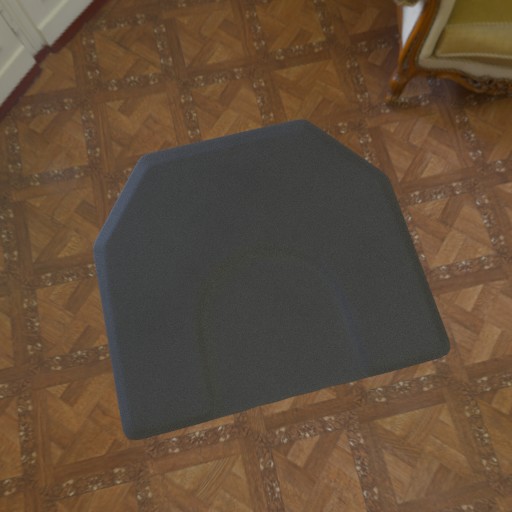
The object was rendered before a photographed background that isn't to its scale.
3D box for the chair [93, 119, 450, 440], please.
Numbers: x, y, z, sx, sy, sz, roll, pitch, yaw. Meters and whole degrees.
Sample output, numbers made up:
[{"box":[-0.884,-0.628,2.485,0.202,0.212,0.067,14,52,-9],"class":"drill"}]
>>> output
[{"box":[0.000,0.000,1.930,1.372,0.024,1.219,-14,75,-4],"class":"chair"}]
